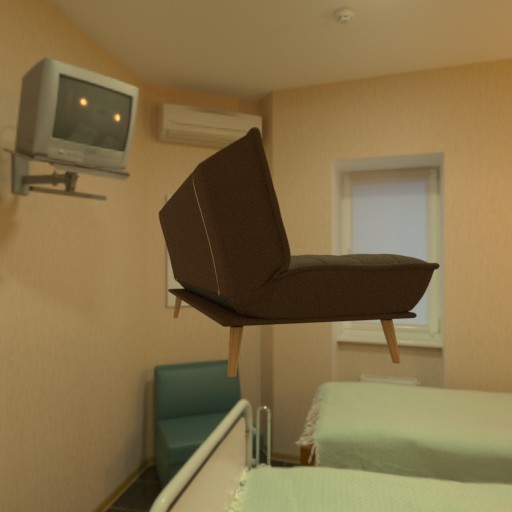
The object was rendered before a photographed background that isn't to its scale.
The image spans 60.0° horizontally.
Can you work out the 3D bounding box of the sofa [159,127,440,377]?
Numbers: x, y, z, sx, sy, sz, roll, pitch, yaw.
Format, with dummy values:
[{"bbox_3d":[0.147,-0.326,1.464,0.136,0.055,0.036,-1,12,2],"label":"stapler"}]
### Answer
[{"bbox_3d":[0.000,0.000,2.533,0.950,0.890,1.940,0,-1,-17],"label":"sofa"}]
